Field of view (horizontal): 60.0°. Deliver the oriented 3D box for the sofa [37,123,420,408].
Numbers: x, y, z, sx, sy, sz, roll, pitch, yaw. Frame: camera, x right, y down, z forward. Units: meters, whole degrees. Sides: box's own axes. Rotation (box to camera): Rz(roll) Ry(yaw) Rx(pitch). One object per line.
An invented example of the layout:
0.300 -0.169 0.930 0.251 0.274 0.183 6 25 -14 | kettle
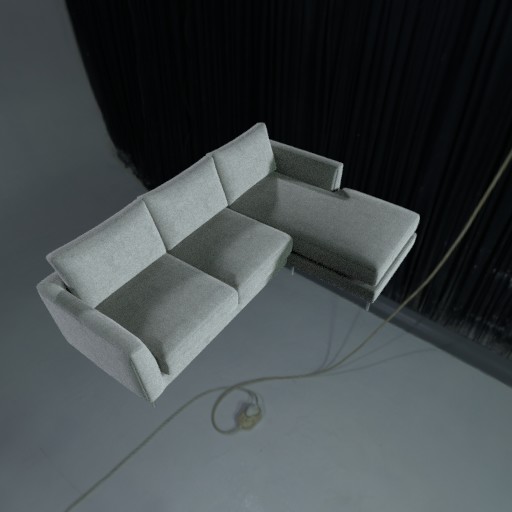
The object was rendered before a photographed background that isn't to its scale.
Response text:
0.000 0.000 3.194 1.626 0.864 2.438 25 48 26 | sofa
